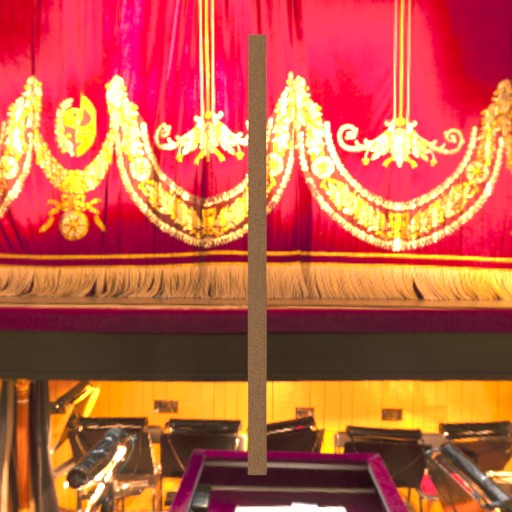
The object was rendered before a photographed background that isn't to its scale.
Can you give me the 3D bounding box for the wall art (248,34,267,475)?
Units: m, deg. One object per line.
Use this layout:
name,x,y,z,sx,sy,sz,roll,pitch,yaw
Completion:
wall art,0.000,0.000,1.529,0.045,1.016,1.016,0,-1,0
